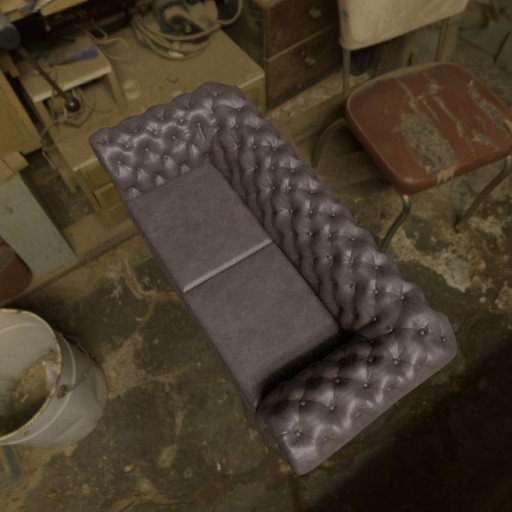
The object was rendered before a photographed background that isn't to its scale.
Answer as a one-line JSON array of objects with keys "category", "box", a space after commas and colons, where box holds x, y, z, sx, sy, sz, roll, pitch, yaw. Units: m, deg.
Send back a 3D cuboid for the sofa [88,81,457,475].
[{"category": "sofa", "box": [0.000, 0.000, 2.464, 0.944, 0.779, 2.048, -30, 66, -15]}]
